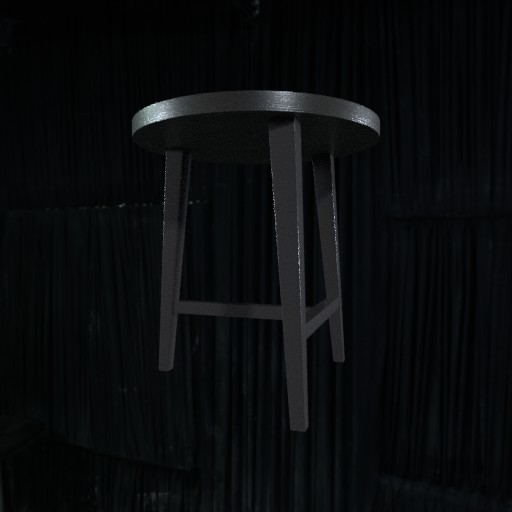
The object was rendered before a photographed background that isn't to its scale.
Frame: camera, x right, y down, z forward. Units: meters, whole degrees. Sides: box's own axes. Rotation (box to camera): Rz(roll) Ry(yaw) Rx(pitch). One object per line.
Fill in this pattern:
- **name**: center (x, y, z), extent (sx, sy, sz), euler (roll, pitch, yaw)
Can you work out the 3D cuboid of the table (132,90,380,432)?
- **table**: center (0.000, 0.000, 0.940), extent (0.500, 0.531, 0.500), euler (0, 2, 0)
